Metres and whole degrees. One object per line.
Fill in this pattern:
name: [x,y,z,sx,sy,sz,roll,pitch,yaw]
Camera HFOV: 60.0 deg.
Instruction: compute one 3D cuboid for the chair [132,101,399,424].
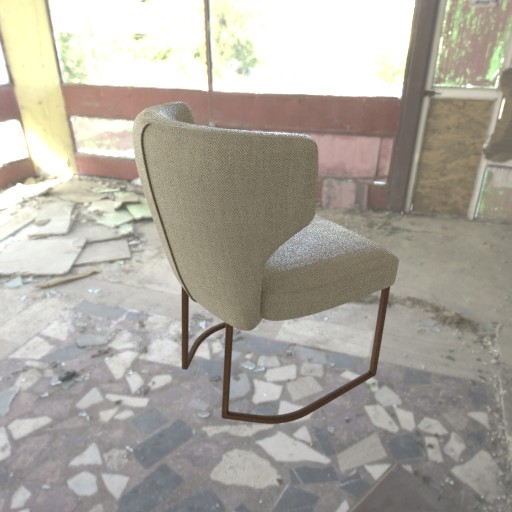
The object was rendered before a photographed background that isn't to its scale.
chair: [0.000,0.000,1.286,0.617,0.824,0.611,-18,32,-31]
